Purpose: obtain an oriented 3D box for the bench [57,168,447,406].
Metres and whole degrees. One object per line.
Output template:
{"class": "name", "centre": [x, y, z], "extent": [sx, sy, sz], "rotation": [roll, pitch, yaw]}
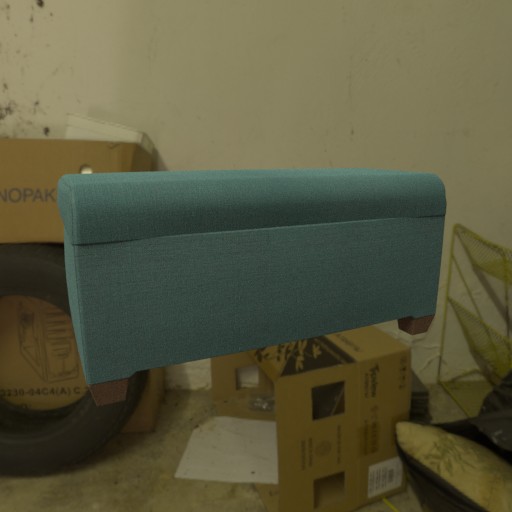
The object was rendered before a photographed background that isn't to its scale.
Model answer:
{"class": "bench", "centre": [0.000, 0.000, 1.251], "extent": [0.995, 0.474, 0.476], "rotation": [-6, 15, -24]}
